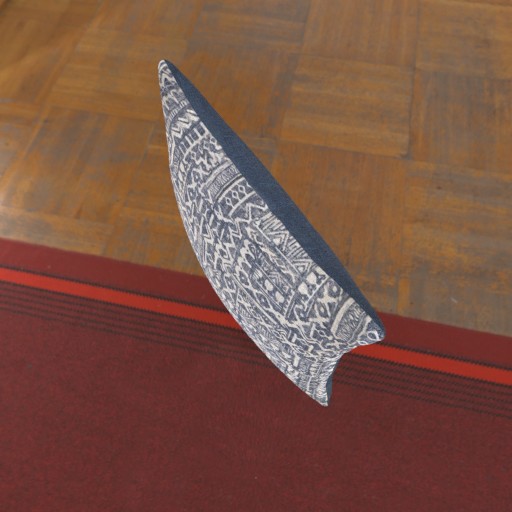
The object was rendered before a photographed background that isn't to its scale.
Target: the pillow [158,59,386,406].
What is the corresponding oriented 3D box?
[{"bbox_3d":[0.000,0.000,0.808,0.180,0.487,0.546,-30,67,-14],"label":"pillow"}]
